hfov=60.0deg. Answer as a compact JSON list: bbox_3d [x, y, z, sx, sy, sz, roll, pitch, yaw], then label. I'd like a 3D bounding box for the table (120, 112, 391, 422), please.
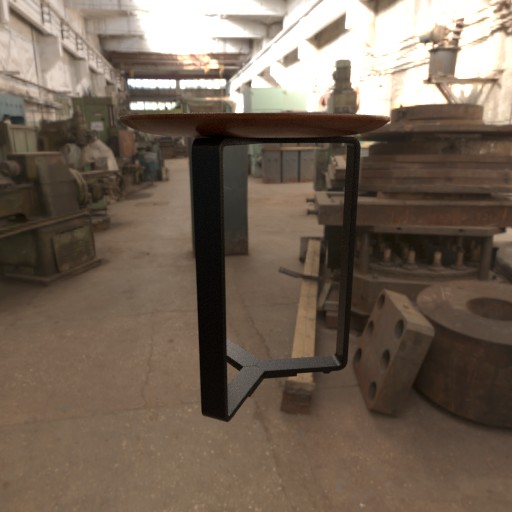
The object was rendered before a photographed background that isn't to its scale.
[{"bbox_3d":[0.000,0.000,0.754,0.410,0.450,0.380,-2,16,-7],"label":"table"}]
